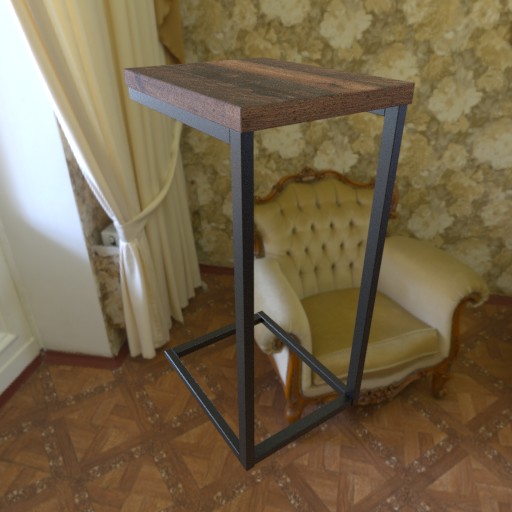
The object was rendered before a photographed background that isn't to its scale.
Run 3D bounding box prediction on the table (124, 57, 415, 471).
[{"bbox_3d":[0.000,0.000,0.940,0.323,0.718,0.414,-19,35,-29],"label":"table"}]
